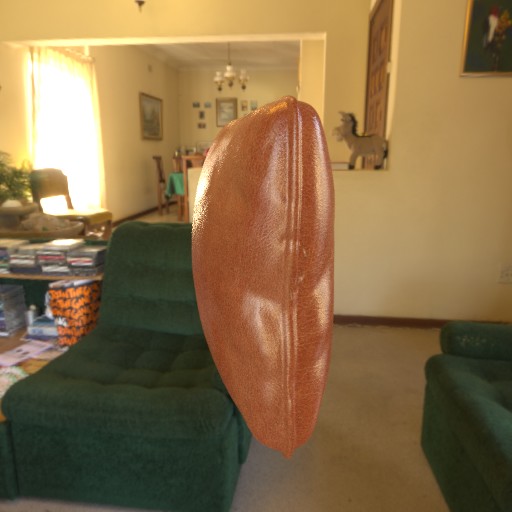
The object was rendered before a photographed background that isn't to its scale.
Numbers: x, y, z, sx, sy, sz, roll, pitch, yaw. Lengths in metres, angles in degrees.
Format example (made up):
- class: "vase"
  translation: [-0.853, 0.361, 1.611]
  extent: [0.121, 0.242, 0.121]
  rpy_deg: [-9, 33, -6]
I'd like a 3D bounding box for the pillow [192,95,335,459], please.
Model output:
- class: "pillow"
  translation: [0.000, 0.000, 0.828]
  extent: [0.236, 0.523, 0.532]
  rpy_deg: [-2, 14, -9]
